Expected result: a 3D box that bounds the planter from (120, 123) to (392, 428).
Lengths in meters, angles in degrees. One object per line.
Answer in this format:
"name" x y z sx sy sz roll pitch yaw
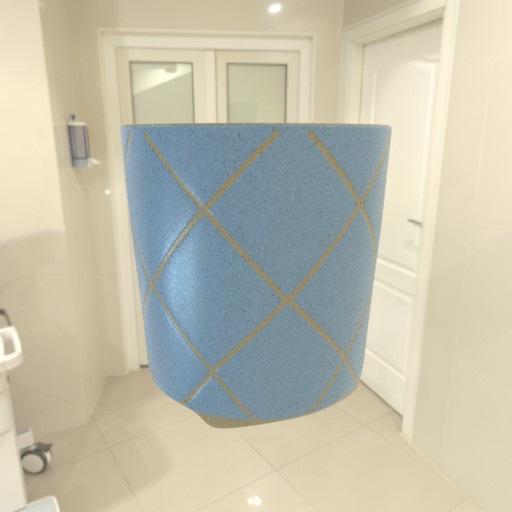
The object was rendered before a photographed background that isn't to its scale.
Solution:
"planter" 0.000 0.000 0.417 0.227 0.235 0.227 0 15 0
